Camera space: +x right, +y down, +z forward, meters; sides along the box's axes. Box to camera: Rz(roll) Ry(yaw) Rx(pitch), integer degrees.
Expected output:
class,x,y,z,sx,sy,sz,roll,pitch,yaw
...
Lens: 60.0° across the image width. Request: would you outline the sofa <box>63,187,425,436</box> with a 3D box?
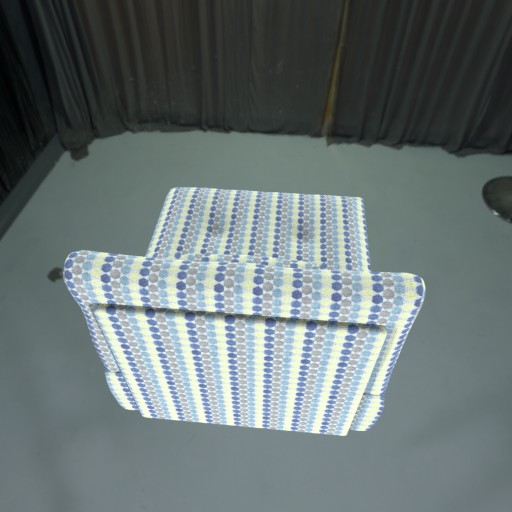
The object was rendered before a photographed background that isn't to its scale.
class,x,y,z,sx,sy,sz,roll,pitch,yaw
sofa,0.000,0.000,1.671,0.930,0.830,1.000,4,48,4
